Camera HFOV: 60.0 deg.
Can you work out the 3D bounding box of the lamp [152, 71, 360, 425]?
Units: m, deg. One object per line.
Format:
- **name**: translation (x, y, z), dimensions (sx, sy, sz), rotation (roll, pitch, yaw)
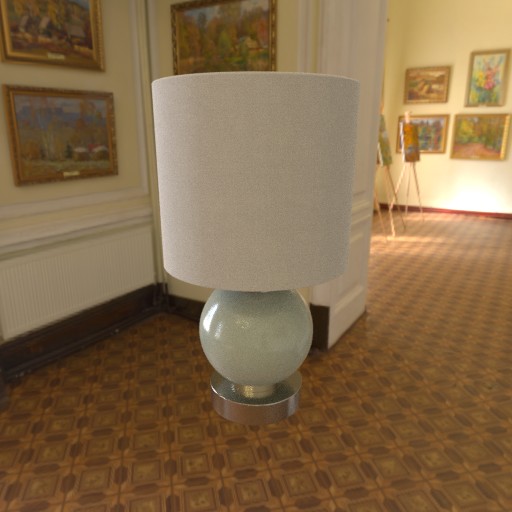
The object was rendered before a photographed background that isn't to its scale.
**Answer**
- **lamp**: translation (0.000, 0.000, 0.485), dimensions (0.201, 0.353, 0.201), rotation (-15, 22, -43)
